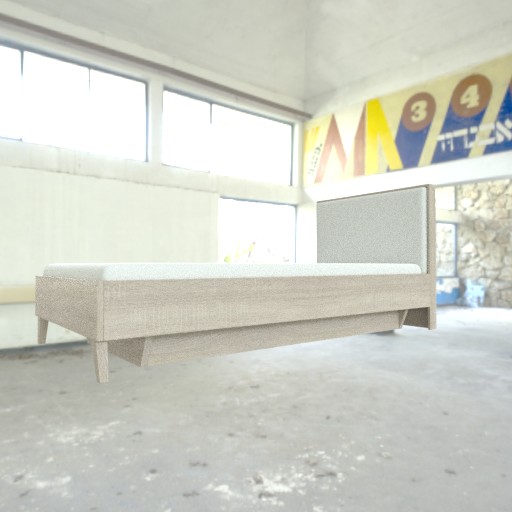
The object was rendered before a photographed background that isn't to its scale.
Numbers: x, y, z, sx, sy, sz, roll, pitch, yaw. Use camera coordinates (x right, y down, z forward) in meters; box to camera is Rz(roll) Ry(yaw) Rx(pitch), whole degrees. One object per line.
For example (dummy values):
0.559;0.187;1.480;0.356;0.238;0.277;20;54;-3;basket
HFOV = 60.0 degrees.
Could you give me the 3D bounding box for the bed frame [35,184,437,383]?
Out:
0.000;0.000;2.573;2.140;0.920;0.990;1;-1;-37;bed frame
